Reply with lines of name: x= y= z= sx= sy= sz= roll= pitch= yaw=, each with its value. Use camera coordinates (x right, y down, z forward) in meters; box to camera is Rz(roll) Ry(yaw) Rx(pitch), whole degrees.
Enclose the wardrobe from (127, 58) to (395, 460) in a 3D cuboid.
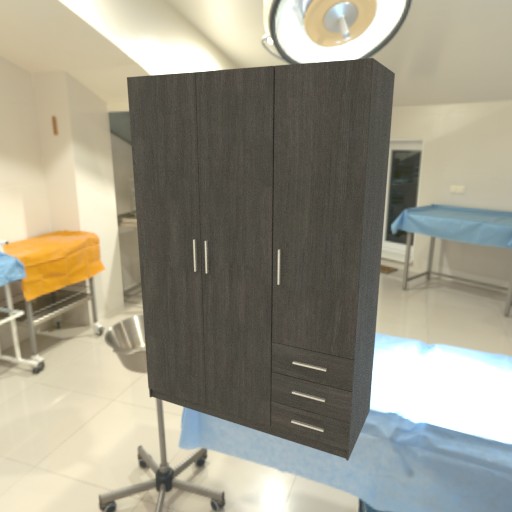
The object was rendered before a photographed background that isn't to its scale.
wardrobe: x=0.000 y=0.000 z=2.508 sx=1.290 sy=1.910 sz=0.510 roll=7 pitch=16 yaw=26
